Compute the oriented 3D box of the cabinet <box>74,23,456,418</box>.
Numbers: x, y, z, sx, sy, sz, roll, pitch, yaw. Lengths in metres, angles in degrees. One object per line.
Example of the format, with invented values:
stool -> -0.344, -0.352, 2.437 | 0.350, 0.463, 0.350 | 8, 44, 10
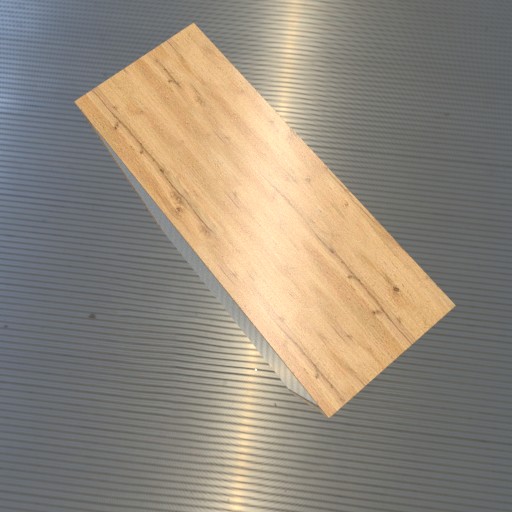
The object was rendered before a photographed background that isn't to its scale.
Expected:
cabinet -> 0.000, 0.000, 1.945 | 0.473, 1.397, 1.168 | -38, 79, -9
